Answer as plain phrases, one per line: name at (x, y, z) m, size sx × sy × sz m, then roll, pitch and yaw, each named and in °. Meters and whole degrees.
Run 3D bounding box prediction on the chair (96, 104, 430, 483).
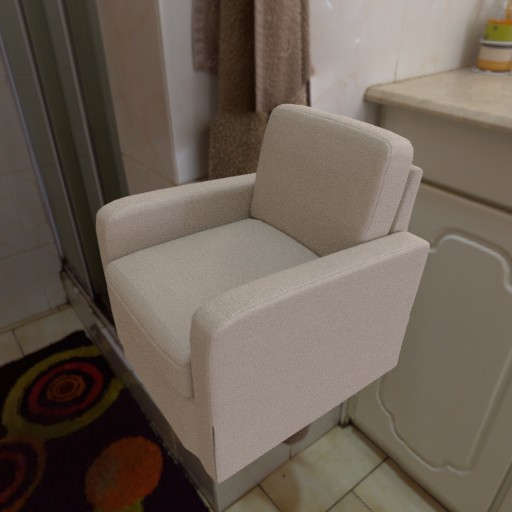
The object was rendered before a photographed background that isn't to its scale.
chair at (0.000, 0.000, 1.473) m, size 0.888 × 0.827 × 0.755 m, roll -21°, pitch 38°, yaw -30°
